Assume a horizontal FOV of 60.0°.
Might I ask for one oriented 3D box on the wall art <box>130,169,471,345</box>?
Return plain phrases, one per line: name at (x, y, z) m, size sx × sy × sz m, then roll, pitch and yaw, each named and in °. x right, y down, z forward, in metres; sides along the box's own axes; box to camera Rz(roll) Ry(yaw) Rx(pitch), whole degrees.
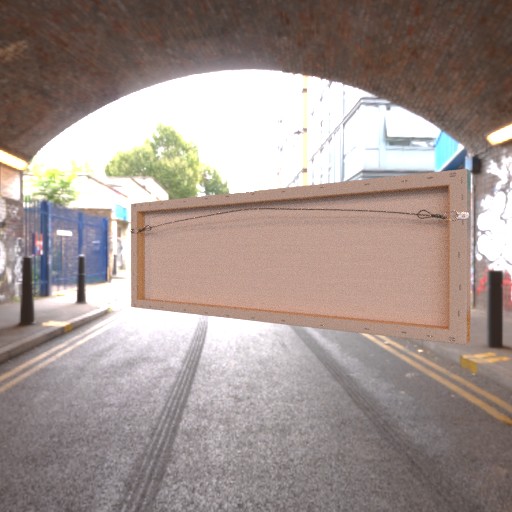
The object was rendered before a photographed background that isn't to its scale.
wall art at (0.000, 0.000, 0.860) m, size 0.759 × 0.254 × 0.044 m, roll 0°, pitch 0°, yaw 36°
